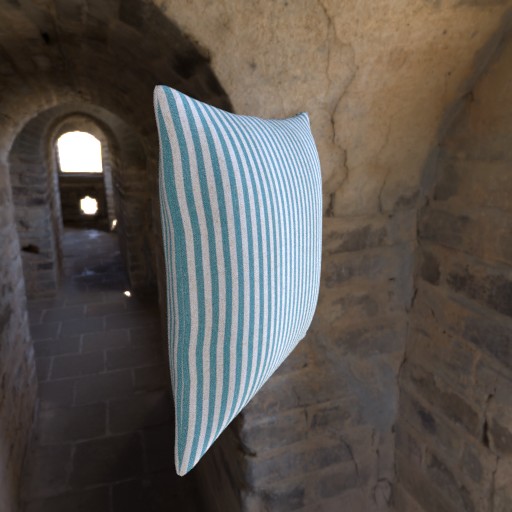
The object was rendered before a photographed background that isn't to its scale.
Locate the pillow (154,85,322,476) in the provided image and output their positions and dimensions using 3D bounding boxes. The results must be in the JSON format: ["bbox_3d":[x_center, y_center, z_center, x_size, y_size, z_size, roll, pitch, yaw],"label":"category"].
[{"bbox_3d":[0.000,0.000,0.773,0.166,0.510,0.523,7,16,24],"label":"pillow"}]
